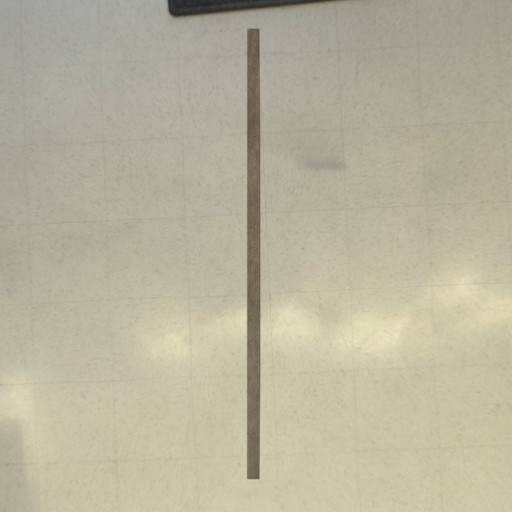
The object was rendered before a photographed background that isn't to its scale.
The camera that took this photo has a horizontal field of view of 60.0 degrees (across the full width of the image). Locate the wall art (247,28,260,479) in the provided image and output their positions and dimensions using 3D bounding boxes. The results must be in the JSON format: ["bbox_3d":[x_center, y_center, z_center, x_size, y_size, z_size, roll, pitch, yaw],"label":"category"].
[{"bbox_3d":[0.000,0.000,0.678,0.013,0.457,0.457,0,89,1],"label":"wall art"}]
